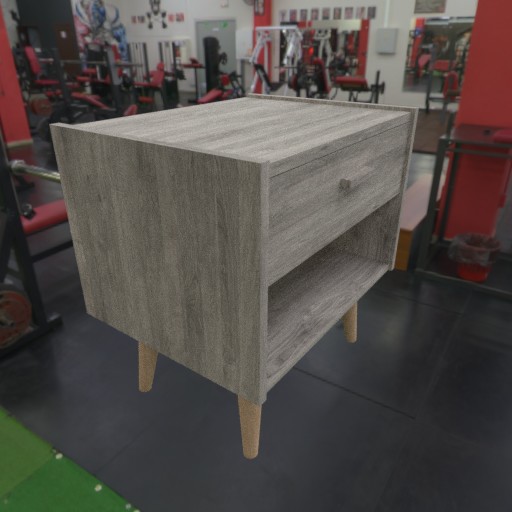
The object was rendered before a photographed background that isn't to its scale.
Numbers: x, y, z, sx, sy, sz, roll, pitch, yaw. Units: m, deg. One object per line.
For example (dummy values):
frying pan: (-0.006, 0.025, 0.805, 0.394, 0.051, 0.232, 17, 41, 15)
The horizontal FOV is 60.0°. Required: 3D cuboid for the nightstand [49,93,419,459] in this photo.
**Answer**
nightstand: (0.000, 0.000, 0.816, 0.380, 0.500, 0.480, 18, 31, 32)
